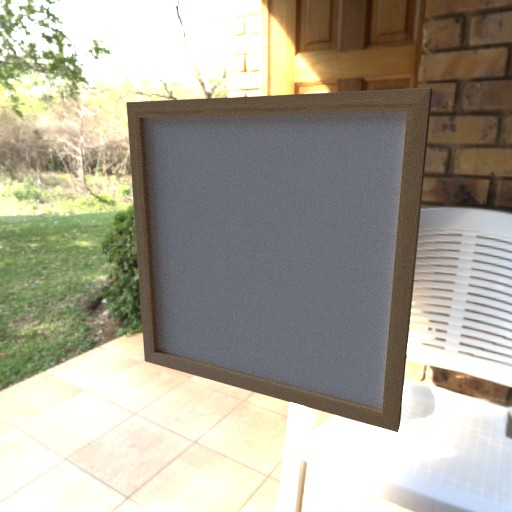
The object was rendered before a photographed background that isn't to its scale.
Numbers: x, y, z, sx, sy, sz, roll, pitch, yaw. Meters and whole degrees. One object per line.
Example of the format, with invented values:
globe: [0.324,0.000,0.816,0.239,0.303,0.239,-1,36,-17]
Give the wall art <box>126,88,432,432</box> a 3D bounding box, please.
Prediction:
wall art: [0.000,0.000,1.122,0.762,0.762,0.027,7,17,26]
